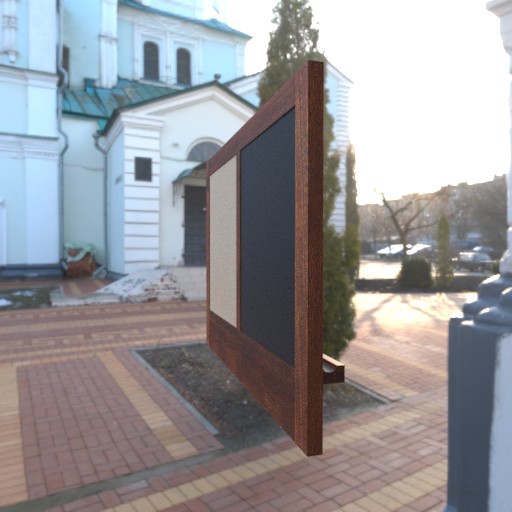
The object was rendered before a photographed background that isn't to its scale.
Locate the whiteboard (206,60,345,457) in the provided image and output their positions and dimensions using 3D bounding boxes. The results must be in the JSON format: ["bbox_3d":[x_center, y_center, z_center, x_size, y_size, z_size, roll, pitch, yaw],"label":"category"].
[{"bbox_3d":[0.000,0.000,0.995,0.083,0.553,0.768,0,1,-17],"label":"whiteboard"}]
